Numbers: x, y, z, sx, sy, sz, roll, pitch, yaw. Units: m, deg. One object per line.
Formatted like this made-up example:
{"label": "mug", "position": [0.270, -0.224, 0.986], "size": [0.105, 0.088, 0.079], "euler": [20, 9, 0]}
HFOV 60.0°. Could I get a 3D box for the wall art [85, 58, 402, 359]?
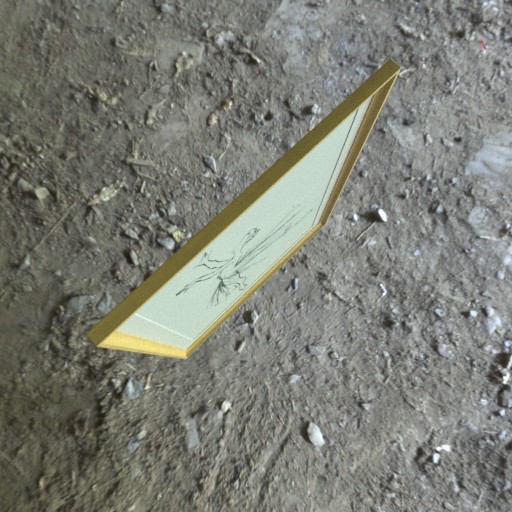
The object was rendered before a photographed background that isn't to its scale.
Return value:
{"label": "wall art", "position": [0.000, 0.000, 1.320], "size": [0.798, 1.002, 0.030], "euler": [-43, 80, -10]}
